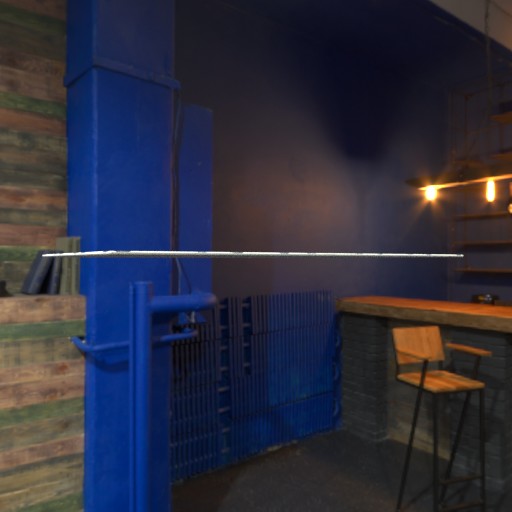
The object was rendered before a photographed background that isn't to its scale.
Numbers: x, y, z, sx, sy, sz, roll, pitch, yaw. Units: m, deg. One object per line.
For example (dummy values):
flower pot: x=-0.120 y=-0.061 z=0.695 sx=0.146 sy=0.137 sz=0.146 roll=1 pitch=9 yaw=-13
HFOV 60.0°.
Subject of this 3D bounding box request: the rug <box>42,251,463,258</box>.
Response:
rug: x=0.000 y=0.000 z=2.950 sx=2.365 sy=0.017 sz=1.521 roll=0 pitch=-1 yaw=-34
